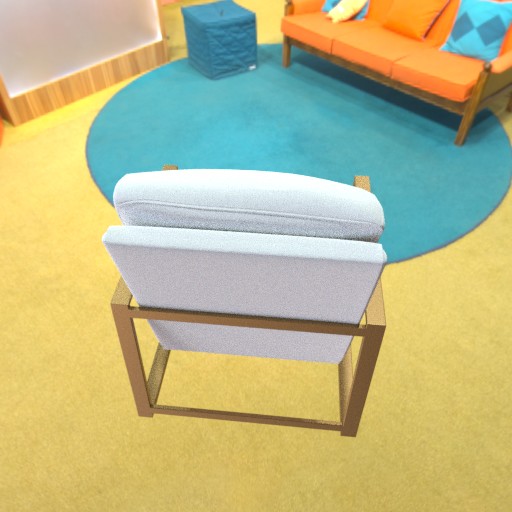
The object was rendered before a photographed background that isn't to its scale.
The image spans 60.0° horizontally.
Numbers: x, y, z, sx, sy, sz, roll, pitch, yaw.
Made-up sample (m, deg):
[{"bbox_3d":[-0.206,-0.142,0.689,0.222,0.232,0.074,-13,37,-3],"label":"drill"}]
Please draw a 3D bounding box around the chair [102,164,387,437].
[{"bbox_3d":[0.000,0.000,1.560,0.805,0.966,0.813,4,46,4],"label":"chair"}]
